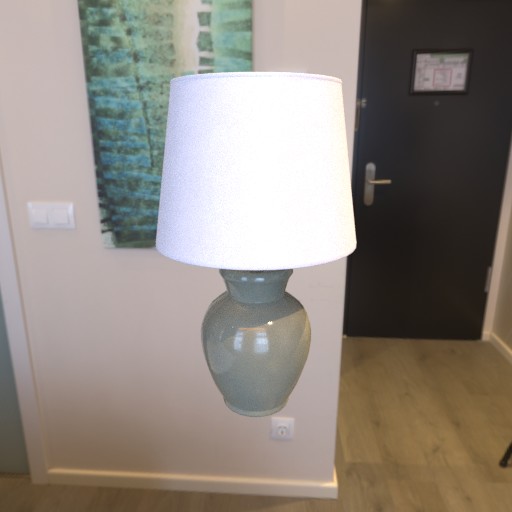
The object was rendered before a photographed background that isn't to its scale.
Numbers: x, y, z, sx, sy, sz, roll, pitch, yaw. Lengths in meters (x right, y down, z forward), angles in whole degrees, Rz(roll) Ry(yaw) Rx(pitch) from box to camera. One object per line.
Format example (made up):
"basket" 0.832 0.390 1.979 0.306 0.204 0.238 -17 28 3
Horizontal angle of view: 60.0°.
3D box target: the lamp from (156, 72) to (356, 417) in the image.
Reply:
"lamp" 0.000 0.000 0.546 0.239 0.399 0.239 0 16 0
